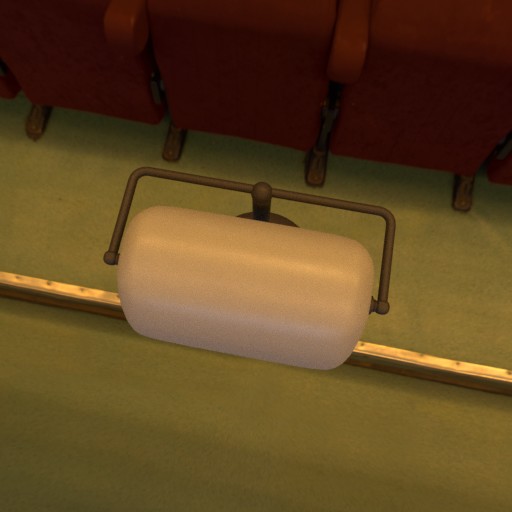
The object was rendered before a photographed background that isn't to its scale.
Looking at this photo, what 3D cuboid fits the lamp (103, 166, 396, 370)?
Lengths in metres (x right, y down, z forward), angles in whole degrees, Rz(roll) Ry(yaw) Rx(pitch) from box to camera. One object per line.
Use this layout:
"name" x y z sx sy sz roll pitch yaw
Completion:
"lamp" 0.000 0.000 0.533 0.264 0.339 0.243 10 75 3
